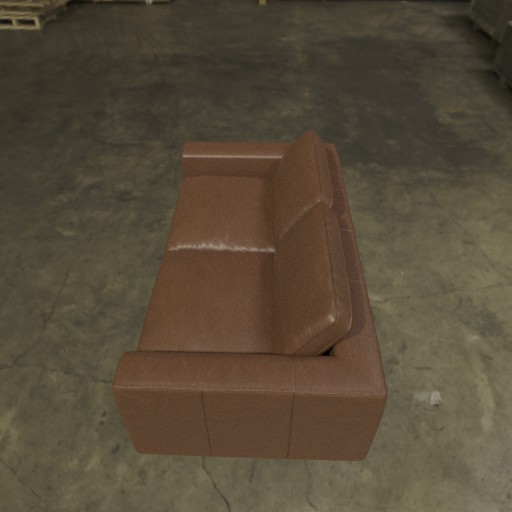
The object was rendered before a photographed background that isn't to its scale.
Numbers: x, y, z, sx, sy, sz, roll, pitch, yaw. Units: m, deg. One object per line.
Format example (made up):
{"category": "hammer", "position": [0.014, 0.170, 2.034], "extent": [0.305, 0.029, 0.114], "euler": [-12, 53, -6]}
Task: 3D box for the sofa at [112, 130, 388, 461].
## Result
{"category": "sofa", "position": [0.000, 0.000, 2.452], "extent": [1.070, 0.800, 1.920], "euler": [1, 43, 1]}
